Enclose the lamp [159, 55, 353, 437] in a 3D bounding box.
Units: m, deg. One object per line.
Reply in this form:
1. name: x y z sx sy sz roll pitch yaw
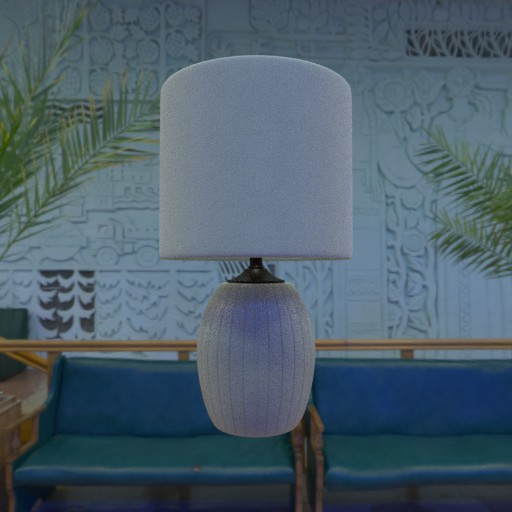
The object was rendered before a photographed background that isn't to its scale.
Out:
1. lamp: 0.000 0.000 0.769 0.328 0.570 0.328 0 -2 0
